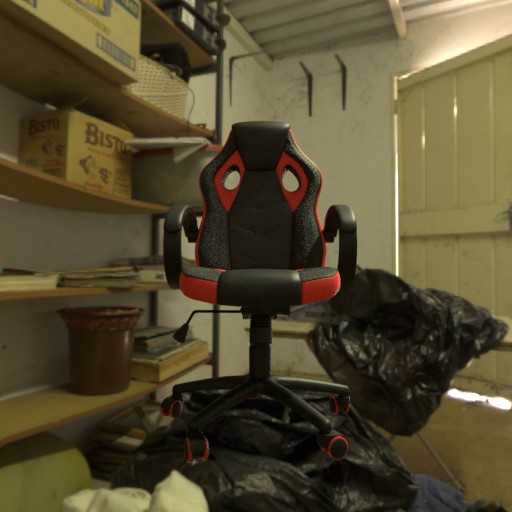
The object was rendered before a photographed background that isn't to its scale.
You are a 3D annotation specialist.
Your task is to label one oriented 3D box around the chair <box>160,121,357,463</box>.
[{"bbox_3d":[0.000,0.000,1.382,0.600,1.016,0.642,0,-1,1],"label":"chair"}]
